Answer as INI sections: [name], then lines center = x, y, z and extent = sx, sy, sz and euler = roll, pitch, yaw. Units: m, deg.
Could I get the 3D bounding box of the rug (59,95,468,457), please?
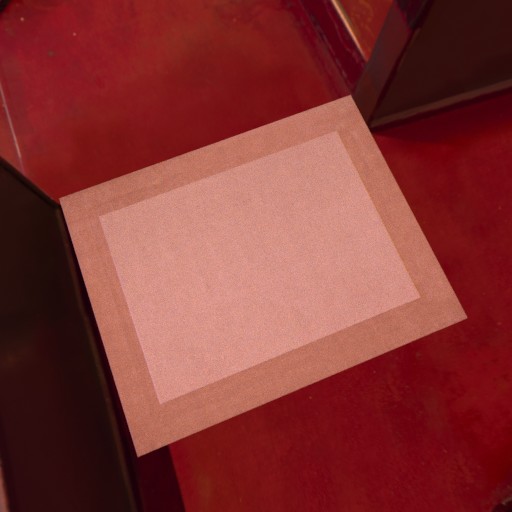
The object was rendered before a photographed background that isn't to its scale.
[rug]
center = 0.000, 0.000, 4.055
extent = 3.048, 0.014, 2.438
euler = -21, 76, -6
